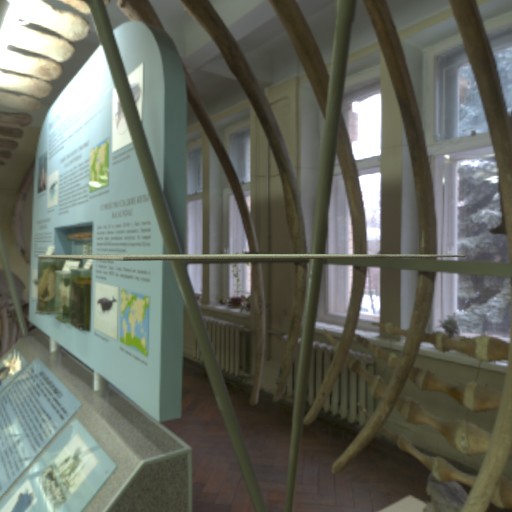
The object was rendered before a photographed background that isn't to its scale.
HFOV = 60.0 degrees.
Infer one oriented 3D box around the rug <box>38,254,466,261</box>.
[{"bbox_3d":[0.000,0.000,2.848,2.290,0.021,1.540,0,1,-36],"label":"rug"}]
